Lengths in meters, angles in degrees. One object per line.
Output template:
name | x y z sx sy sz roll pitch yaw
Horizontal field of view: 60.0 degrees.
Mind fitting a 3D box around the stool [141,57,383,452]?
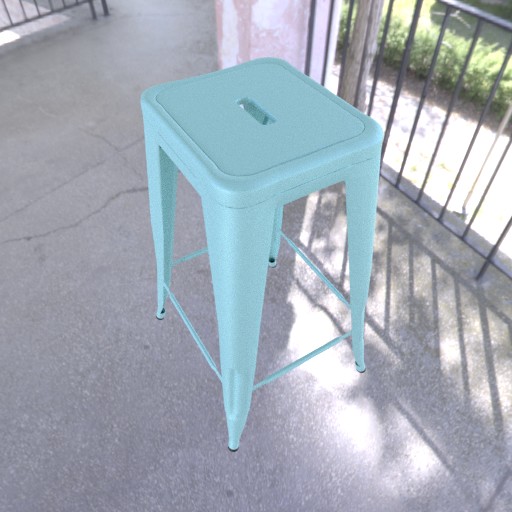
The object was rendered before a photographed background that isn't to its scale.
stool | 0.000 0.000 0.844 0.359 0.609 0.399 -24 52 -21
